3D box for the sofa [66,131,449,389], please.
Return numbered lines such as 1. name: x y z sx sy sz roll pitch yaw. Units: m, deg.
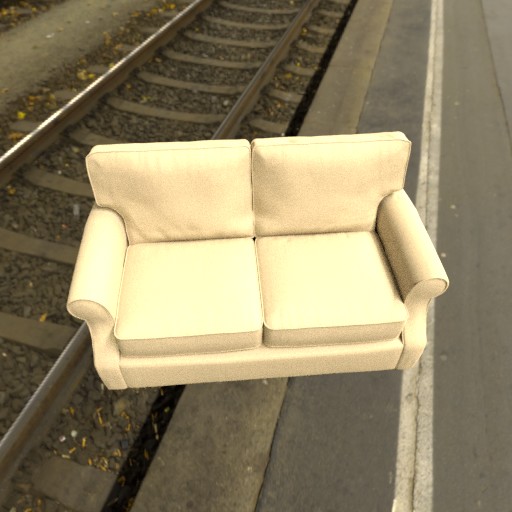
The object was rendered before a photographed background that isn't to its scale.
1. sofa: 0.000 0.000 2.207 1.665 0.937 0.964 -3 46 -3
